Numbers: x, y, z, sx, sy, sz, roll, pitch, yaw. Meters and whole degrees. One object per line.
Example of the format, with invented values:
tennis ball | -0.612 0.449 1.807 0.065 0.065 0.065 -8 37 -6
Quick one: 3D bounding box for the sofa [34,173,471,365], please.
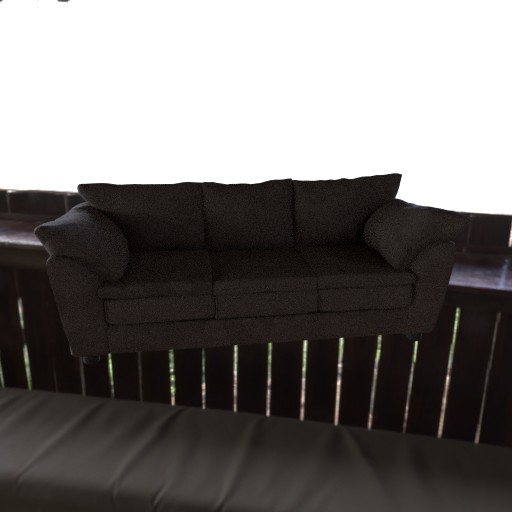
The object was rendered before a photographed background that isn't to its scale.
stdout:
sofa | 0.000 0.000 2.819 2.377 0.981 0.893 -2 15 -8
